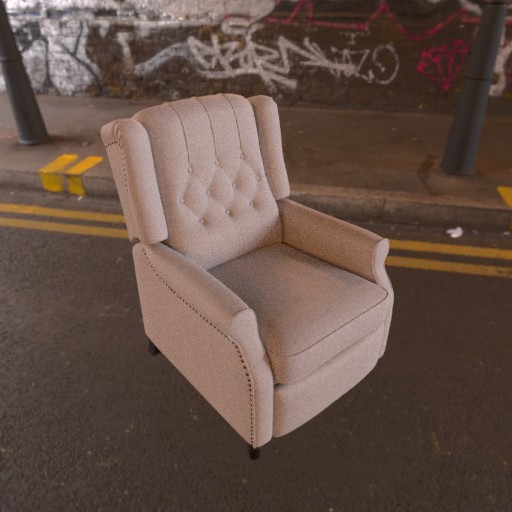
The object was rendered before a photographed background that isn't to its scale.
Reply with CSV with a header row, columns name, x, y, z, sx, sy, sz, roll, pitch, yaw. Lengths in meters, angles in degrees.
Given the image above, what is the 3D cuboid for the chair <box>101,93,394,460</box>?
name,x,y,z,sx,sy,sz,roll,pitch,yaw
chair,0.000,0.000,1.648,0.742,1.035,0.902,-23,38,-34
